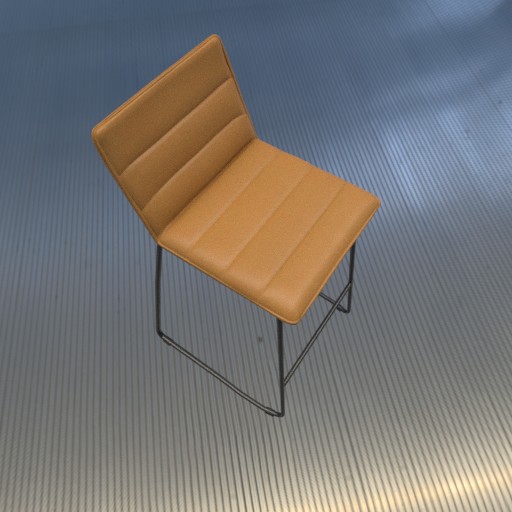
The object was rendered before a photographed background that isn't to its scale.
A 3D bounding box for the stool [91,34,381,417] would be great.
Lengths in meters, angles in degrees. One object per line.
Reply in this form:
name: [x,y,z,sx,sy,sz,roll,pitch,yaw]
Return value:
stool: [0.000,0.000,1.214,0.524,0.936,0.489,31,63,17]
